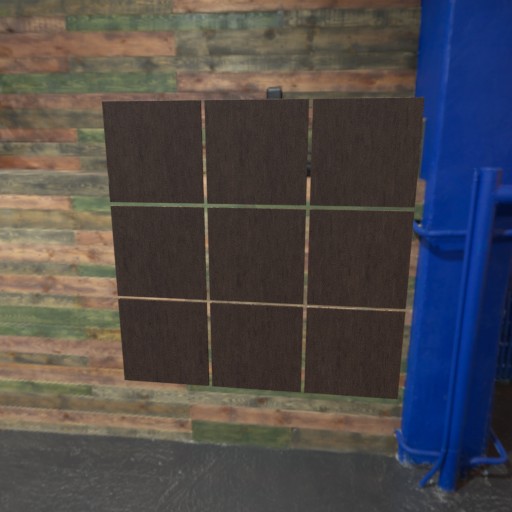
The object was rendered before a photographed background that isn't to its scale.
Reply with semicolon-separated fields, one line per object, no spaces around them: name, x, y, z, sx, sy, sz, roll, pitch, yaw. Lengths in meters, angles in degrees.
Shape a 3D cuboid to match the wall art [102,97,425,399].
wall art;0.000;0.000;1.814;1.215;1.213;0.013;2;14;7
